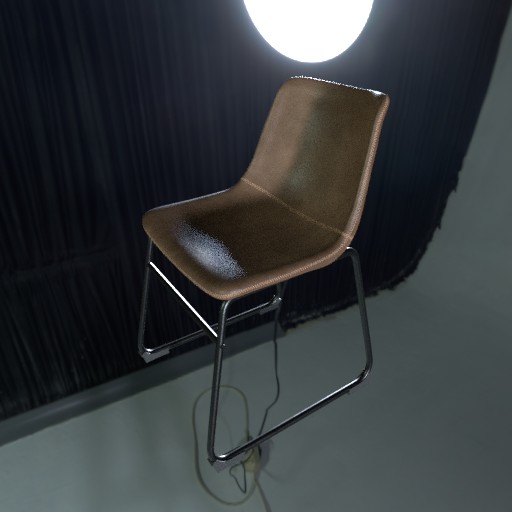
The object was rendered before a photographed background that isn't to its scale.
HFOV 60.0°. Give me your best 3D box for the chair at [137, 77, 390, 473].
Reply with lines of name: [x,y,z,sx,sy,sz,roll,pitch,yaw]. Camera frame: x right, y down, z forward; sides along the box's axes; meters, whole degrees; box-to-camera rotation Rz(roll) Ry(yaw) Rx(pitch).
chair: [0.000,0.000,1.125,0.551,0.780,0.460,-19,35,-29]
